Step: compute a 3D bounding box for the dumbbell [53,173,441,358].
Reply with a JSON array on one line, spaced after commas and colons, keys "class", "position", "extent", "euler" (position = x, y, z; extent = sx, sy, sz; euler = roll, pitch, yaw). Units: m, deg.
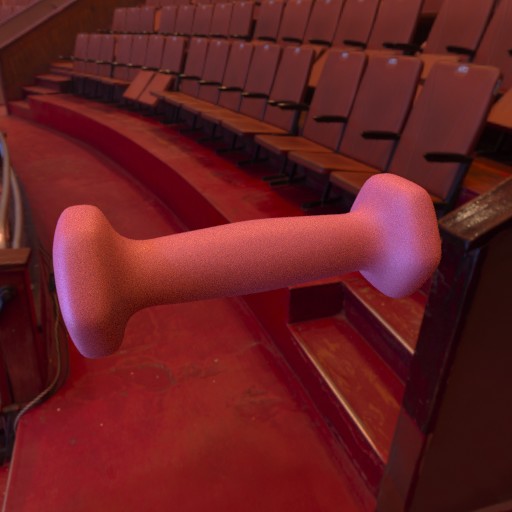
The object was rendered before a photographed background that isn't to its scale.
[{"class": "dumbbell", "position": [0.000, 0.000, 0.150], "extent": [0.123, 0.043, 0.047], "euler": [-9, 28, -17]}]
